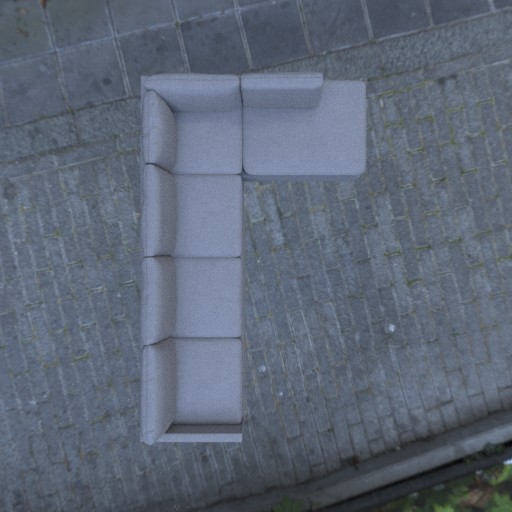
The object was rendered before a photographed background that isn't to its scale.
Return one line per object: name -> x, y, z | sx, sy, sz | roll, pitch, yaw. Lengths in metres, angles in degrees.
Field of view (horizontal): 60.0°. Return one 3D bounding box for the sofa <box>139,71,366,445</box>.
sofa -> 0.000, 0.000, 4.213 | 2.077, 0.964, 3.331 | 0, 89, 0
